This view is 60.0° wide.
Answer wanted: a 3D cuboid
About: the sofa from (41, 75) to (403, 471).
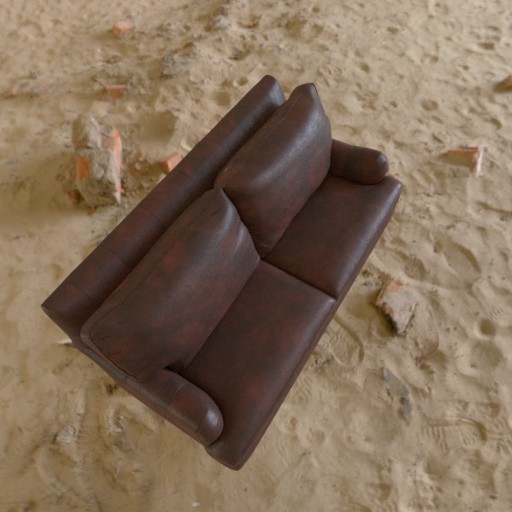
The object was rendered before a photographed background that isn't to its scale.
[{"bbox_3d":[0.000,0.000,2.747,1.147,1.071,2.144,28,63,16],"label":"sofa"}]
